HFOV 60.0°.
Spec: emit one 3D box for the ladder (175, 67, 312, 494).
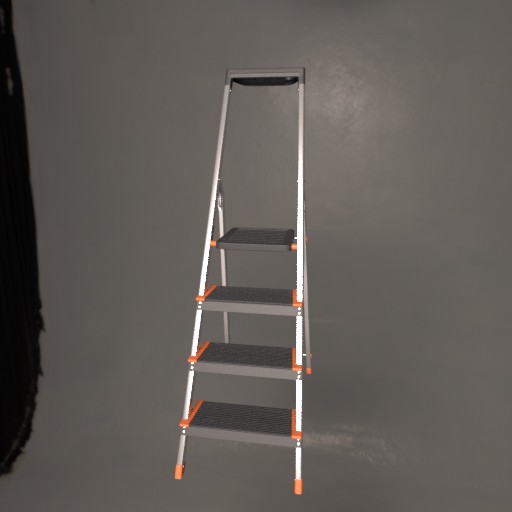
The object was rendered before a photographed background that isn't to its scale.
[{"bbox_3d":[0.000,0.000,1.740,0.452,1.429,0.834,2,16,9],"label":"ladder"}]
